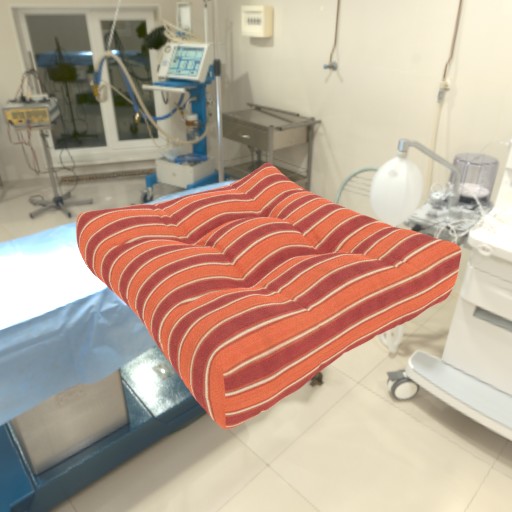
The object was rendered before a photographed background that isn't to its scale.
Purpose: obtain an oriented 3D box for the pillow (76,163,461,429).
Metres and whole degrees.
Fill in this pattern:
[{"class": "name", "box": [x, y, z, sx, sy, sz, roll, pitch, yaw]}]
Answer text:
[{"class": "pillow", "box": [0.000, 0.000, 0.749, 0.468, 0.133, 0.490, -21, 35, -32]}]
